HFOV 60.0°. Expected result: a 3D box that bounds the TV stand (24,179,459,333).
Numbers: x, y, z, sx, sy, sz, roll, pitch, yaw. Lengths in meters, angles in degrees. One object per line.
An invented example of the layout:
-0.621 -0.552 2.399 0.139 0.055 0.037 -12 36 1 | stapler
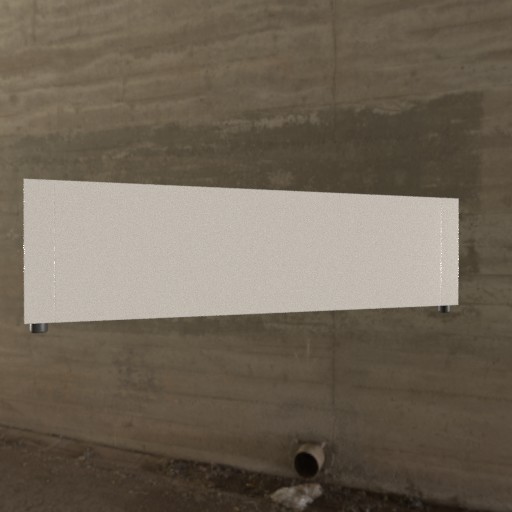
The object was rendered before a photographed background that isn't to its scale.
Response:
0.000 0.000 1.668 1.500 0.440 0.410 0 0 -18 | TV stand
